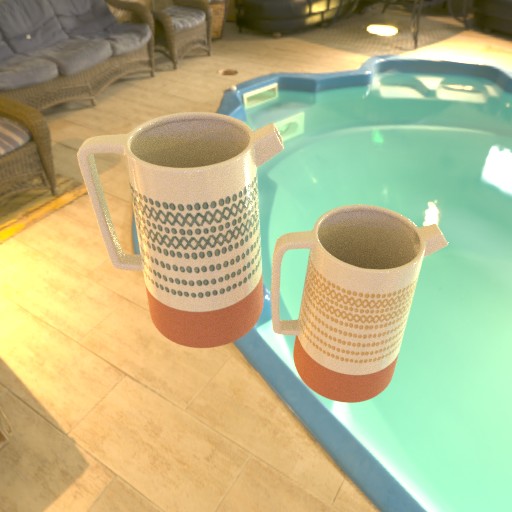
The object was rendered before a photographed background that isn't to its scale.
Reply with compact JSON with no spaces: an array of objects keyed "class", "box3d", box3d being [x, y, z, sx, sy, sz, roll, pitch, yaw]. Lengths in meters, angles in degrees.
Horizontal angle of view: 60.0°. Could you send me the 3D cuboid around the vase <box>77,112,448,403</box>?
[{"class":"vase","box3d":[0.000,0.000,0.464,0.326,0.247,0.168,28,48,28]}]
